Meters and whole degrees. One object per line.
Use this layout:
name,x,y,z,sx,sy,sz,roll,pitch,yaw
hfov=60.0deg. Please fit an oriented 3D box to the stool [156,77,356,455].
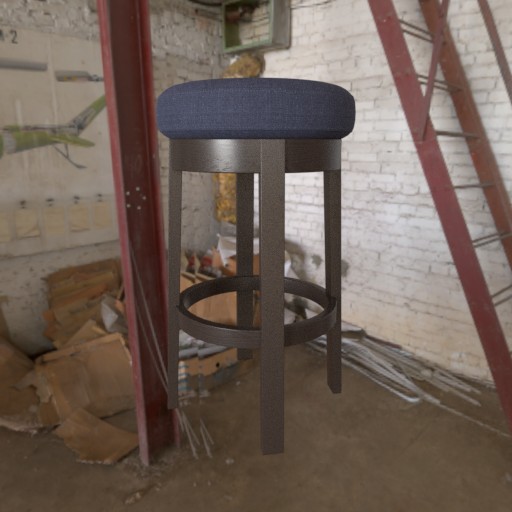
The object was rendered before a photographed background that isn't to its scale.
stool,0.000,0.000,1.052,0.446,0.758,0.446,0,14,0
